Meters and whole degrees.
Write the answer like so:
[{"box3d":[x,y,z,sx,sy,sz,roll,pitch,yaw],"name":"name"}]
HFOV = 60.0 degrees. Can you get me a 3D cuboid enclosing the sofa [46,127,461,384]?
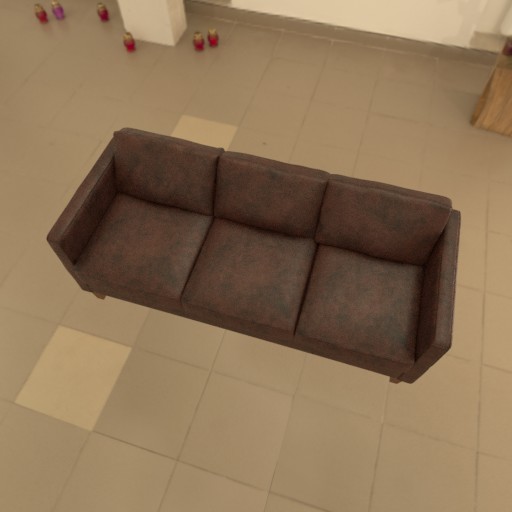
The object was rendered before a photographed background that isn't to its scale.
[{"box3d":[0.000,0.000,3.022,2.464,1.006,1.045,14,59,9],"name":"sofa"}]
